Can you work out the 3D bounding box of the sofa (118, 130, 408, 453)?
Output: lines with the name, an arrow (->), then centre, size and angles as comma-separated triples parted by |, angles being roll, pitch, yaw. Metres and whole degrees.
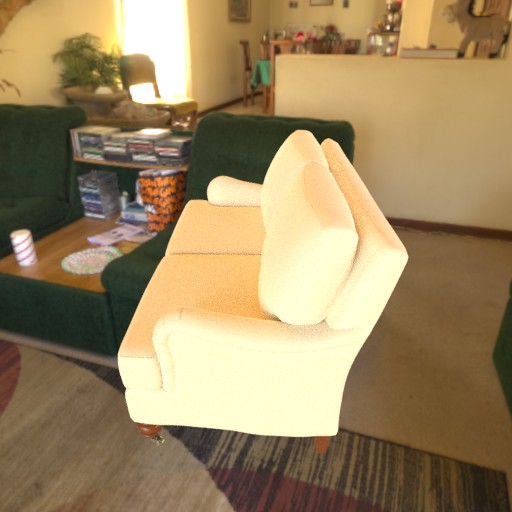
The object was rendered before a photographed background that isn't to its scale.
sofa -> 0.000, 0.000, 2.497 | 1.084, 1.101, 1.853 | 1, 27, 1
